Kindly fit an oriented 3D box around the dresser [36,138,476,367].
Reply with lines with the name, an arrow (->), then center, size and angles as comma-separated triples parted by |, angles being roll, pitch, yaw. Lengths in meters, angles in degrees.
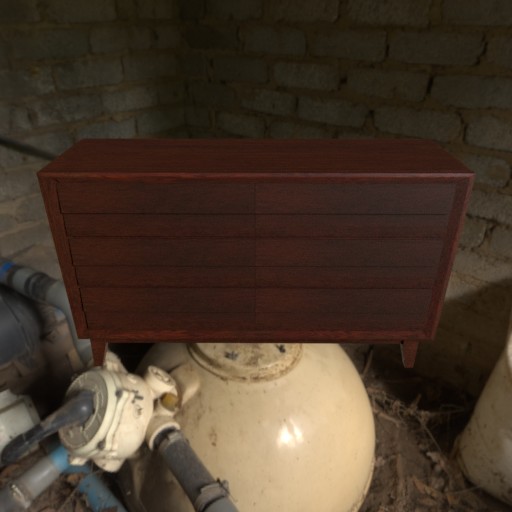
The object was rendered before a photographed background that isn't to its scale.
dresser -> 0.000, 0.000, 2.074 | 1.609, 0.971, 0.499 | 0, 29, 0
